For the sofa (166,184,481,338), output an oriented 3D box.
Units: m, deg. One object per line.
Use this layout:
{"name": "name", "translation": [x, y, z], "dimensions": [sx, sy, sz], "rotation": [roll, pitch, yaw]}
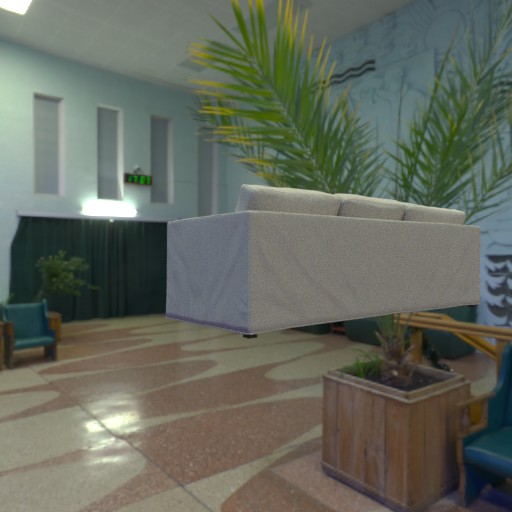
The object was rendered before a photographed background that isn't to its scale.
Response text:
{"name": "sofa", "translation": [0.000, 0.000, 4.315], "dimensions": [2.432, 0.871, 3.182], "rotation": [0, 1, -36]}
